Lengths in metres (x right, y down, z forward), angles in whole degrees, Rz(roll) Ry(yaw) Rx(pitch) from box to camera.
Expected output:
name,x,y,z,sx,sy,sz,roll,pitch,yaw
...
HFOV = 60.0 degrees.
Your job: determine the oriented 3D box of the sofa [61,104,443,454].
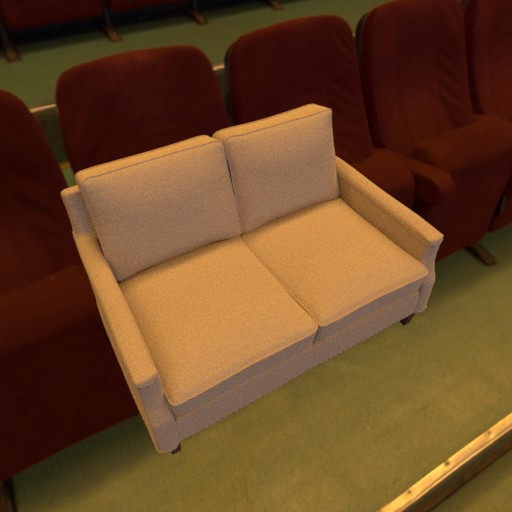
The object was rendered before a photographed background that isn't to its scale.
name,x,y,z,sx,sy,sz,roll,pitch,yaw
sofa,0.000,0.000,2.257,1.597,1.003,1.084,-23,49,-21
